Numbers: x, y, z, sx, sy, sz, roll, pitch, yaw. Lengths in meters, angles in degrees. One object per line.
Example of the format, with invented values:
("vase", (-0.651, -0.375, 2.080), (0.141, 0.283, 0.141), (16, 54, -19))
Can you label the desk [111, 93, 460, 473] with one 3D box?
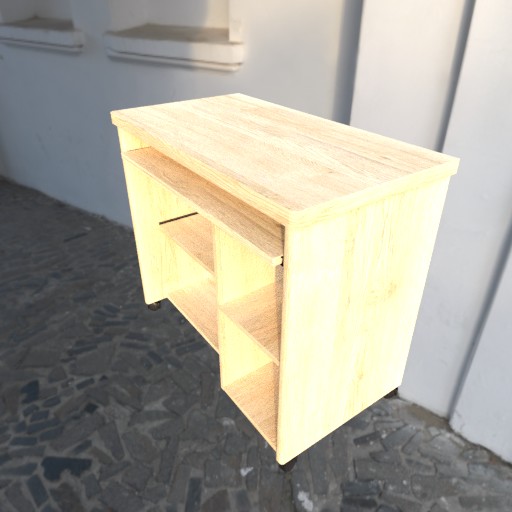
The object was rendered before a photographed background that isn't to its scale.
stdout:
("desk", (0.000, 0.000, 1.370), (0.480, 0.770, 0.885), (-20, 37, -30))
